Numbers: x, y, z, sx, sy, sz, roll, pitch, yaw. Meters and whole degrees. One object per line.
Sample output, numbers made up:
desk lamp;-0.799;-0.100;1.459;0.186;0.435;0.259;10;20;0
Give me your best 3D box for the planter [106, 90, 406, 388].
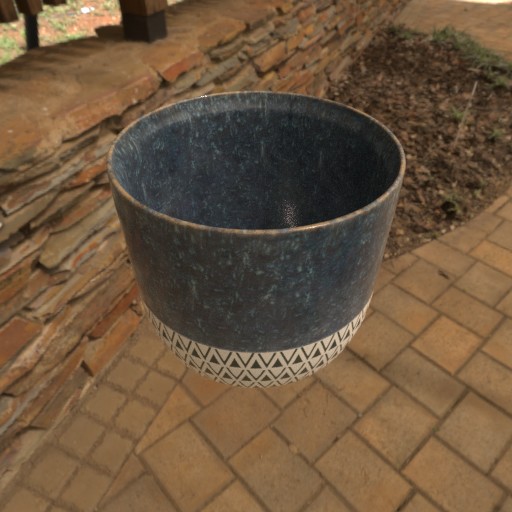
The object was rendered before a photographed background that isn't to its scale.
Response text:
planter;0.000;0.000;0.492;0.266;0.270;0.266;0;41;0
